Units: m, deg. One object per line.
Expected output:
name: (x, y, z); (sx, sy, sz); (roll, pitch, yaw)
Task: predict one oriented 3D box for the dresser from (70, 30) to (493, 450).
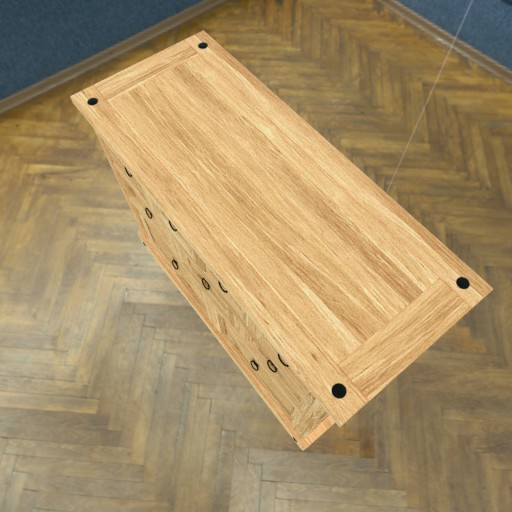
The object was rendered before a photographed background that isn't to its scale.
dresser: (0.000, 0.000, 1.317); (0.410, 0.740, 0.990); (-35, 68, -17)
